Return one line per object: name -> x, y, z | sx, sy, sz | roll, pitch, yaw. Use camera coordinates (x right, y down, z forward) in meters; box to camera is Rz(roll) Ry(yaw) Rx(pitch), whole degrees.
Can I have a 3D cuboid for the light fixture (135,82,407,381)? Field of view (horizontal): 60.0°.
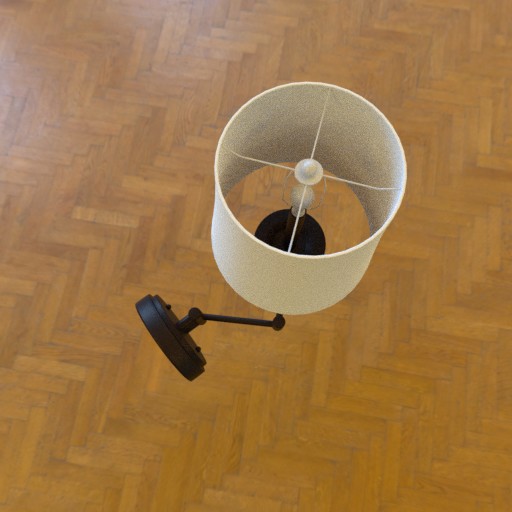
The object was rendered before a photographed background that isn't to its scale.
light fixture -> 0.000, 0.000, 0.261 | 0.157, 0.172, 0.100 | -36, 79, -8
